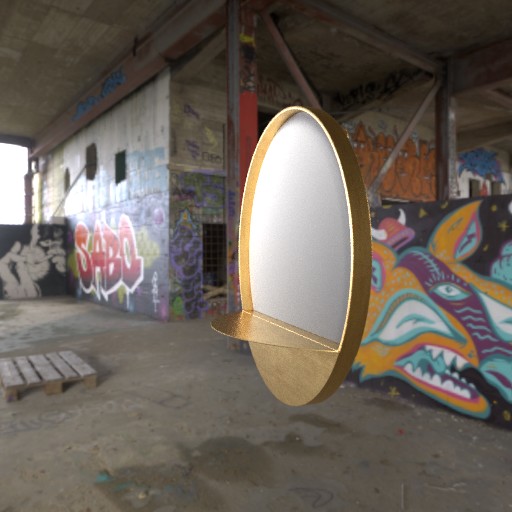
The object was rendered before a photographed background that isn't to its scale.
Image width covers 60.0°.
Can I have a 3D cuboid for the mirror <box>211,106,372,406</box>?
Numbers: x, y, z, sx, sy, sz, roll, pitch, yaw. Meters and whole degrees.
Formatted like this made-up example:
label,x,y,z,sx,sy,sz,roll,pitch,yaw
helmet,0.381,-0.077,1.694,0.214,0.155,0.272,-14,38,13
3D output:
label,x,y,z,sx,sy,sz,roll,pitch,yaw
mirror,0.000,0.000,0.697,0.133,0.457,0.457,0,0,-18
